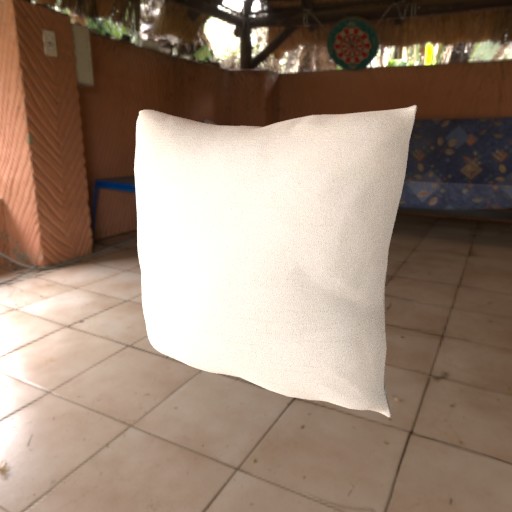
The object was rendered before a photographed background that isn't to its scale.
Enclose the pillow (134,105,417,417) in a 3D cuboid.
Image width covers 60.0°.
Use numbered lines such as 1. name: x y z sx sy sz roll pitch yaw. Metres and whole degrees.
1. pillow: 0.000 0.000 0.700 0.450 0.448 0.245 8 18 27
